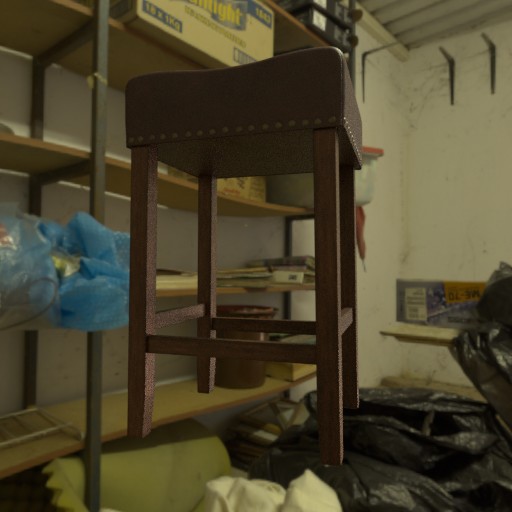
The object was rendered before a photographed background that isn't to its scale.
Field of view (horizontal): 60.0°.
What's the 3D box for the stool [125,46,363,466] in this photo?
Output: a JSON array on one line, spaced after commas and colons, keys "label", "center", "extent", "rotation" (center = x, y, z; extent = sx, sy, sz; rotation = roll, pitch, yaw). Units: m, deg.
[{"label": "stool", "center": [0.000, 0.000, 1.047], "extent": [0.465, 0.769, 0.401], "rotation": [0, -1, 18]}]
